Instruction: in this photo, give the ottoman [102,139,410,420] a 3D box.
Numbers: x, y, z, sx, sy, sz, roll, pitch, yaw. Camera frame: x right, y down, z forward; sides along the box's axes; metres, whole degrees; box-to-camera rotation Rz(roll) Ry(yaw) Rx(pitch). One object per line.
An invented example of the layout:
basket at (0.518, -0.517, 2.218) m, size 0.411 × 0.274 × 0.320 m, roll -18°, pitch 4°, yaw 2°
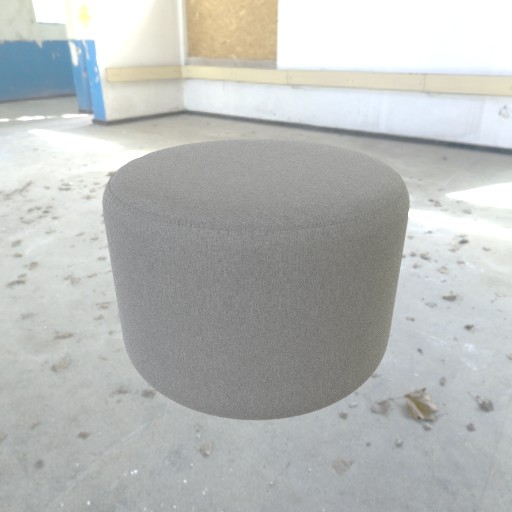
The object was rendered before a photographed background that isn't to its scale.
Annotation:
ottoman at (0.000, 0.000, 0.981) m, size 0.608 × 0.433 × 0.608 m, roll 0°, pitch 26°, yaw 0°
